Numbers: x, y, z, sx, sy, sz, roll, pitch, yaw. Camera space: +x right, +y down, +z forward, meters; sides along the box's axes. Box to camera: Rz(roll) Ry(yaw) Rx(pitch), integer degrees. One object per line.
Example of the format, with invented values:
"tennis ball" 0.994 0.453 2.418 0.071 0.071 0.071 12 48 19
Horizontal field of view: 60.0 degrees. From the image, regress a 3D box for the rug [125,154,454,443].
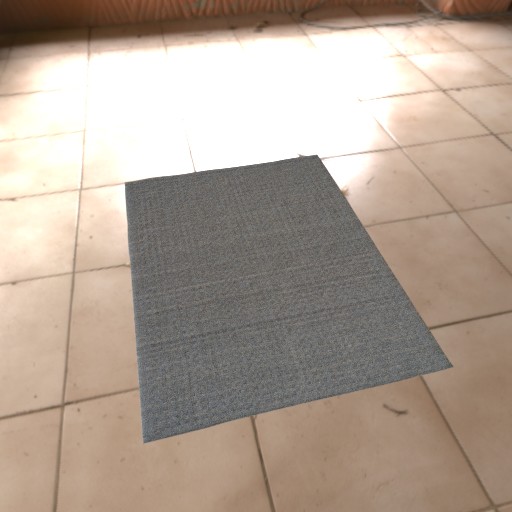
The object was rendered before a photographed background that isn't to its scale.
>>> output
"rug" 0.000 0.000 4.394 2.443 0.007 3.200 -10 46 -10
